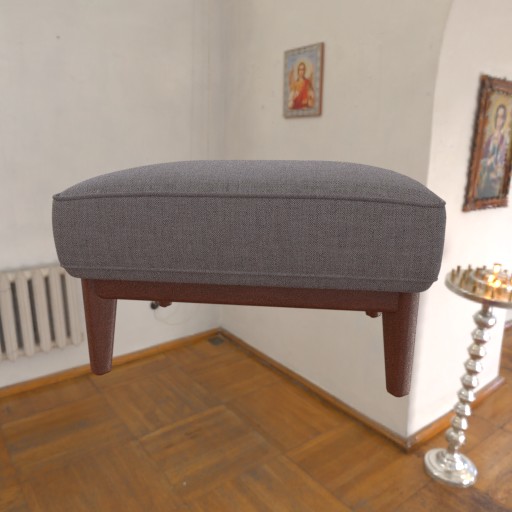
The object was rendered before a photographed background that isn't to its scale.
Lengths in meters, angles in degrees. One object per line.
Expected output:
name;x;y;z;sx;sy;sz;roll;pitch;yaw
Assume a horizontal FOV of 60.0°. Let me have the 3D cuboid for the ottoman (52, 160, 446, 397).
ottoman;0.000;0.000;1.097;0.750;0.458;0.555;2;14;8
